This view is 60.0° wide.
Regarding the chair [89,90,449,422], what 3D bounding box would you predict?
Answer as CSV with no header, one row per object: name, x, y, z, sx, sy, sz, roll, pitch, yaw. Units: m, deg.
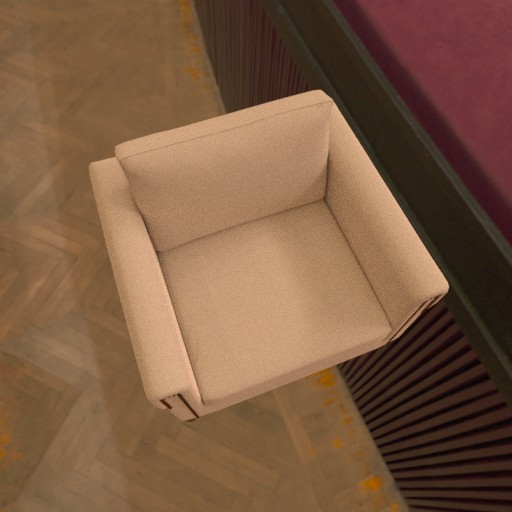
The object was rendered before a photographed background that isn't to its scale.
chair,0.000,0.000,1.676,0.982,0.915,0.896,-18,64,-9
